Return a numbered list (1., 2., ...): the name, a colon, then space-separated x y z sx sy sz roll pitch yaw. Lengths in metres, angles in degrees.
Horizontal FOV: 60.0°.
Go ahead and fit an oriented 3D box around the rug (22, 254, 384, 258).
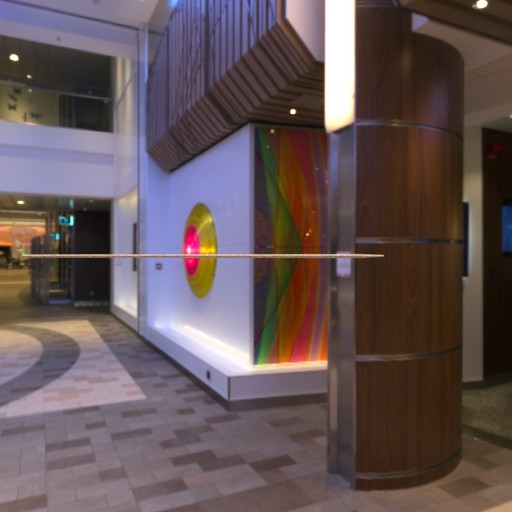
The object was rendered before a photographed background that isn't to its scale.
1. rug: 0.000 0.000 2.301 1.219 0.010 1.829 0 0 18
